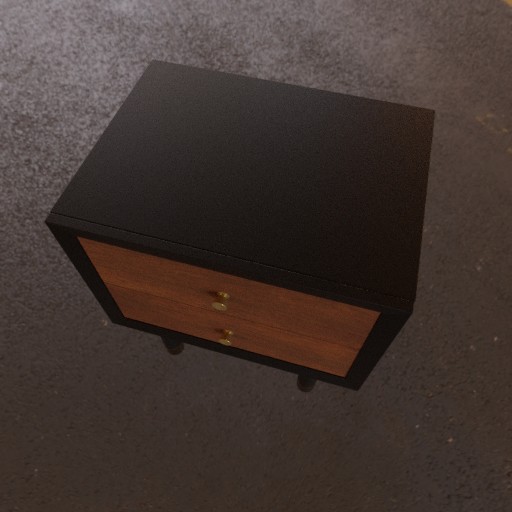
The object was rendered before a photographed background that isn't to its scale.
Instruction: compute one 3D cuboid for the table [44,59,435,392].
[{"bbox_3d":[0.000,0.000,0.994,0.564,0.584,0.441,14,59,8],"label":"table"}]
